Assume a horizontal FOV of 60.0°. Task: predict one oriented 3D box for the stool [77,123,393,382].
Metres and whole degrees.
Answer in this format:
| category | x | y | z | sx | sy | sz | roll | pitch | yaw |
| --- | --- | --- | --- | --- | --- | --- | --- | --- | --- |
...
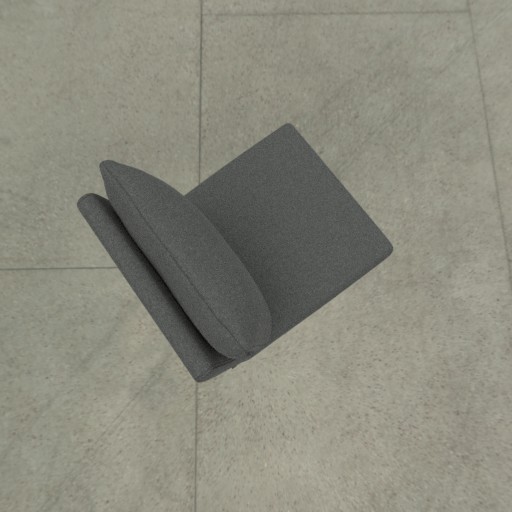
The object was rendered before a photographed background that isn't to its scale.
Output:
| category | x | y | z | sx | sy | sz | roll | pitch | yaw |
| --- | --- | --- | --- | --- | --- | --- | --- | --- | --- |
| stool | 0.000 | 0.000 | 1.287 | 0.569 | 1.030 | 0.463 | -36 | 79 | -8 |
